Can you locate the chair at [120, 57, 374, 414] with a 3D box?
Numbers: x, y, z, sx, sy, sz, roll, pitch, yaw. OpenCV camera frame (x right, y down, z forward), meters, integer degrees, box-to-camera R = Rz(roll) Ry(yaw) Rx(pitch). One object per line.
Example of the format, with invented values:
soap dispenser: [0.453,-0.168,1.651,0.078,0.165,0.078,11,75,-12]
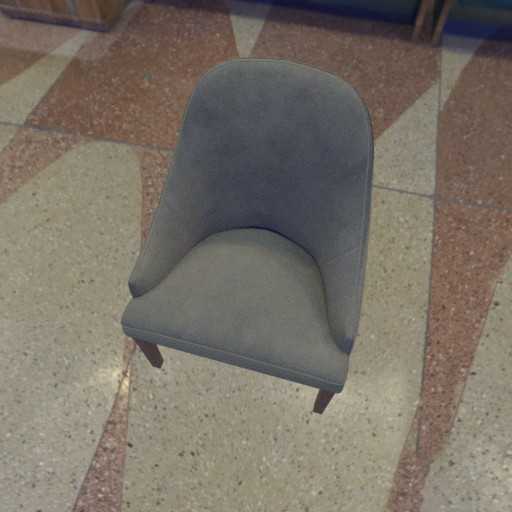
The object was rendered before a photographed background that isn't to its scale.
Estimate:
chair: [0.000,0.000,1.272,0.643,0.889,0.575,13,59,8]
